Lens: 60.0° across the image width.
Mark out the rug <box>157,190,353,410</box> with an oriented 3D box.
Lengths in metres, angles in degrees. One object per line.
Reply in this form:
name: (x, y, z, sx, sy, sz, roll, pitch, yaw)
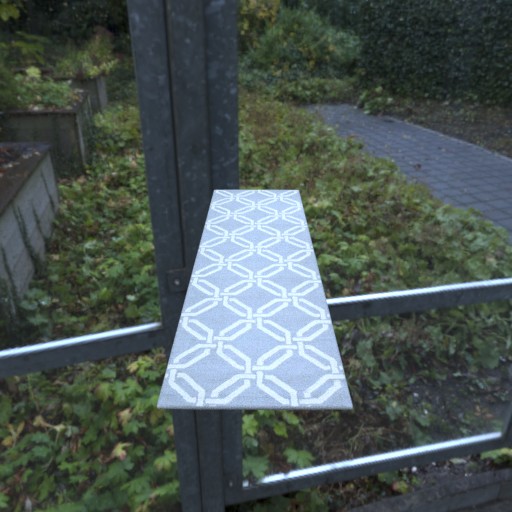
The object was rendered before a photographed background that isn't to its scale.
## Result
rug: (0.000, 0.000, 2.532, 0.678, 0.014, 2.276, 0, 27, 0)
